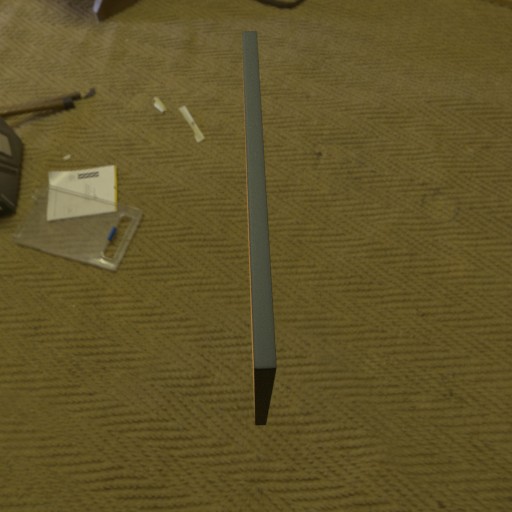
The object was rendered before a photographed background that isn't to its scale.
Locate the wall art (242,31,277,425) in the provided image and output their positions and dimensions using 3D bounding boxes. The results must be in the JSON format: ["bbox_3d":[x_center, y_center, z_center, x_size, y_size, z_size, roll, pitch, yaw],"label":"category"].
[{"bbox_3d":[0.000,0.000,0.700,0.022,0.453,0.456,-2,63,-1],"label":"wall art"}]
